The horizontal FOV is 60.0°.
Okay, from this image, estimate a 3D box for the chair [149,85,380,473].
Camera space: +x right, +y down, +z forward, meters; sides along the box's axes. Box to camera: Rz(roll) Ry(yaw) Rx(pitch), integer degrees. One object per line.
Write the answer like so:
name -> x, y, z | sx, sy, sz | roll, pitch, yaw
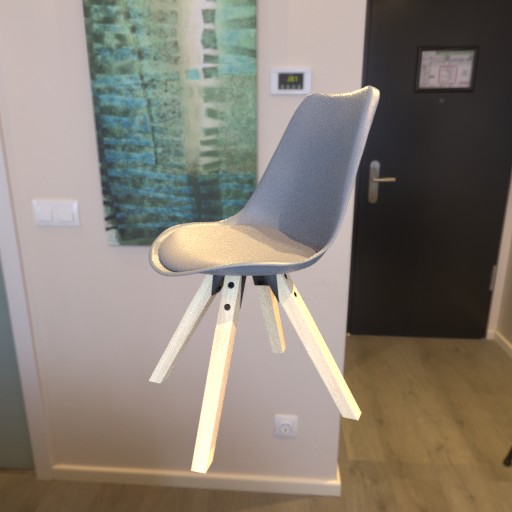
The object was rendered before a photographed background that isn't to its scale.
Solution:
chair -> 0.000, 0.000, 1.178 | 0.550, 0.850, 0.485 | -8, 18, -25
